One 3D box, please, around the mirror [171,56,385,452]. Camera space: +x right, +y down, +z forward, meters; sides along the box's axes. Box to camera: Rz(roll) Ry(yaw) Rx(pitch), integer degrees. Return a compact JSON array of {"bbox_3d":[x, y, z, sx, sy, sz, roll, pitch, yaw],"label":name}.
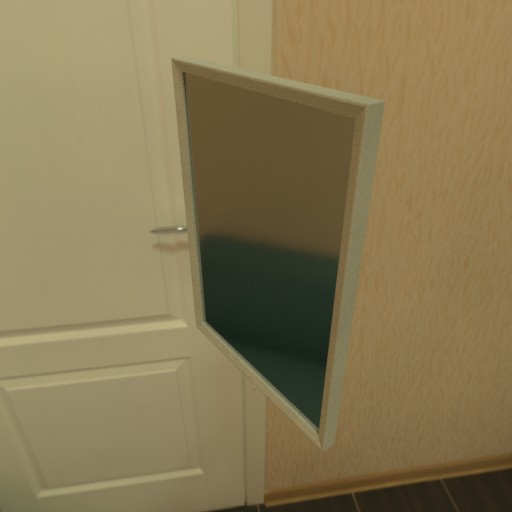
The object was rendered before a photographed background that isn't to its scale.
[{"bbox_3d":[0.000,0.000,0.924,0.039,0.710,0.507,-22,38,-32],"label":"mirror"}]
